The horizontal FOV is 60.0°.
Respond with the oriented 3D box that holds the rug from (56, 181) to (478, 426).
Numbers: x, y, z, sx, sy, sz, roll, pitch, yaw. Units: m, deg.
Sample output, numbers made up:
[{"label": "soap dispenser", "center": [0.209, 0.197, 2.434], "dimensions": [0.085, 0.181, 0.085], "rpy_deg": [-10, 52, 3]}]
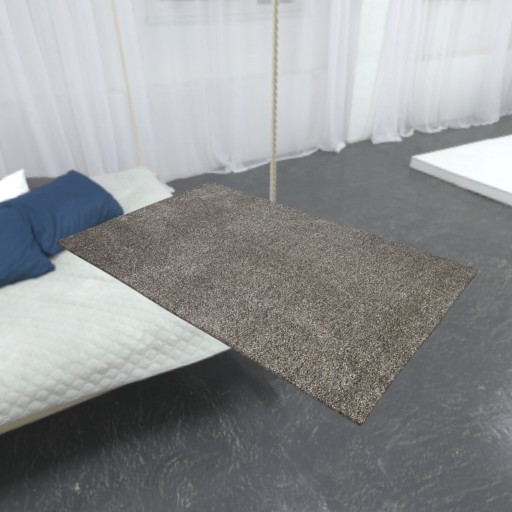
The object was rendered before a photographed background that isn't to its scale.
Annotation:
[{"label": "rug", "center": [0.000, 0.000, 2.901], "dimensions": [2.352, 0.025, 1.501], "rpy_deg": [23, 37, 34]}]
